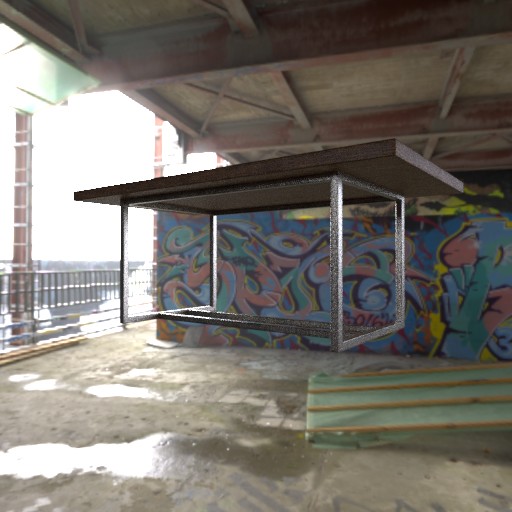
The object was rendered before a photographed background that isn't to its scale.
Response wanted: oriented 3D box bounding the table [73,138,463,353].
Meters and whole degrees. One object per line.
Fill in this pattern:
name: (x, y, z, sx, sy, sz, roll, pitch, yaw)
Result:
table: (0.000, 0.000, 2.546, 1.989, 0.795, 1.078, 0, -1, 36)
